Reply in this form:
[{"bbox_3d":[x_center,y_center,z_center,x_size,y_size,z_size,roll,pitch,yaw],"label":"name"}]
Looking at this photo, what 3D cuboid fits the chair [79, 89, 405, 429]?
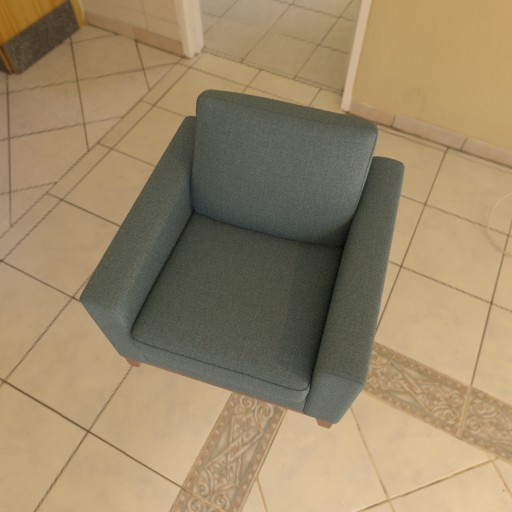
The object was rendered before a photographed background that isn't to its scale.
[{"bbox_3d":[0.000,0.000,1.873,1.024,1.010,1.038,15,59,9],"label":"chair"}]
